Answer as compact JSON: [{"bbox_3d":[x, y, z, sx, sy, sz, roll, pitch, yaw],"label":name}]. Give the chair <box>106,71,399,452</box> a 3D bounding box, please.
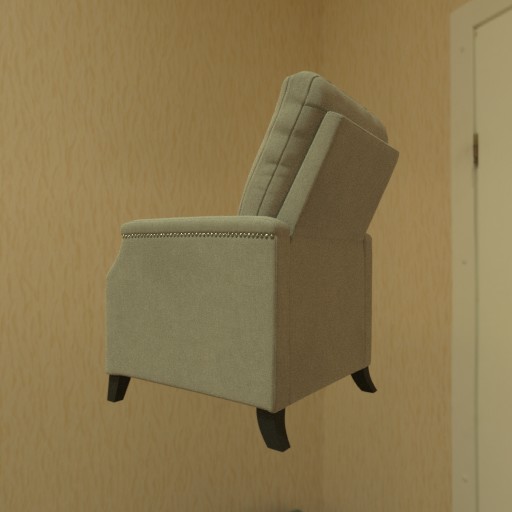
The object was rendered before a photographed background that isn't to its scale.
[{"bbox_3d":[0.000,0.000,1.644,0.922,1.049,0.710,-1,-1,36],"label":"chair"}]
